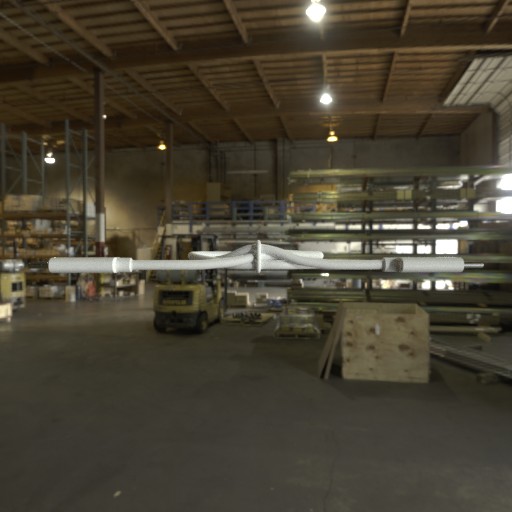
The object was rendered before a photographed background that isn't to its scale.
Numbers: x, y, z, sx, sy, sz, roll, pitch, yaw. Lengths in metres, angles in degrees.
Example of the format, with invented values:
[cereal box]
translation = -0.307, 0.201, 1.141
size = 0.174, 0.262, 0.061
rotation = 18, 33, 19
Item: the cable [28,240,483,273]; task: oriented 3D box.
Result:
[cable]
translation = 0.000, 0.000, 0.213
size = 0.186, 0.014, 0.070
rotation = 0, 1, -2
